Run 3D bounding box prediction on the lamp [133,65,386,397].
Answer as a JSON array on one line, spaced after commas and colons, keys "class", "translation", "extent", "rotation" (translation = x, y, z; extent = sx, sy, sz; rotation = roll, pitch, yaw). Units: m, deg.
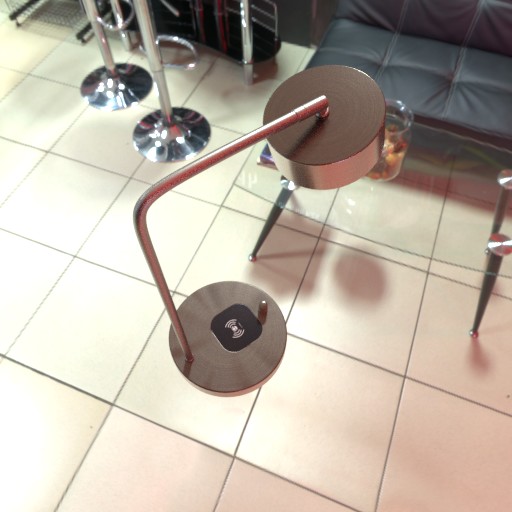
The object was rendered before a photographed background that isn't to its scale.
[{"class": "lamp", "translation": [0.000, 0.000, 0.636], "extent": [0.334, 0.469, 0.211], "rotation": [-31, 63, -18]}]
